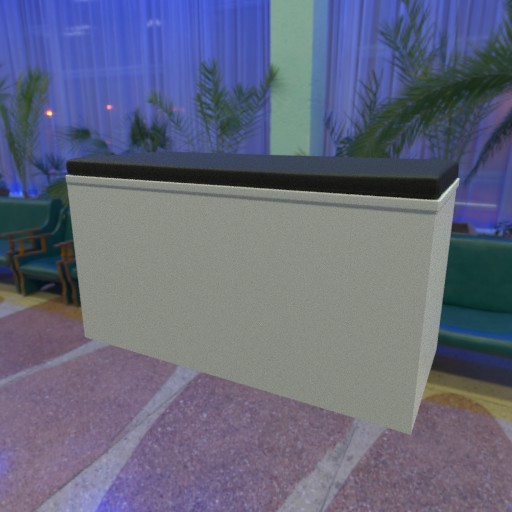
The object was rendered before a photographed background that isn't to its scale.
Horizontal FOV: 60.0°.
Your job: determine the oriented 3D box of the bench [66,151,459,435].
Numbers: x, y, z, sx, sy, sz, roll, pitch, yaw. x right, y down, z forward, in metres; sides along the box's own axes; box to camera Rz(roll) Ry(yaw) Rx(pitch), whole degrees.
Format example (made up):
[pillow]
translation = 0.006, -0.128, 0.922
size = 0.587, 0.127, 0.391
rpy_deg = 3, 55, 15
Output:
[bench]
translation = 0.000, 0.000, 1.158
size = 0.899, 0.500, 0.401
rpy_deg = 8, 18, 27
